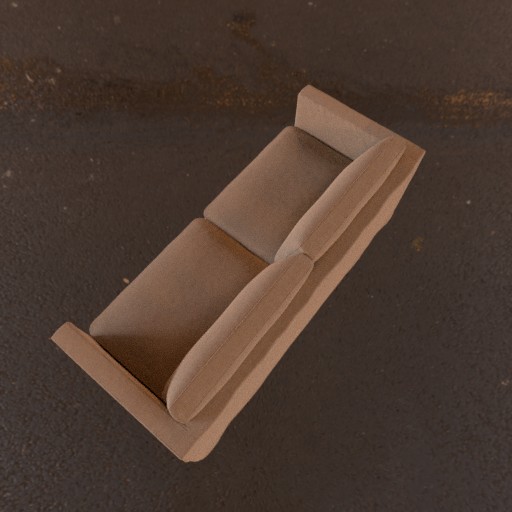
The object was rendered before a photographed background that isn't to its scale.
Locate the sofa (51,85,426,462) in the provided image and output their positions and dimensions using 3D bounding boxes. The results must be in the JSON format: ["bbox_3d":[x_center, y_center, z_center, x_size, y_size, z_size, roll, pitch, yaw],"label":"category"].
[{"bbox_3d":[0.000,0.000,2.771,0.956,0.847,2.296,36,69,16],"label":"sofa"}]
